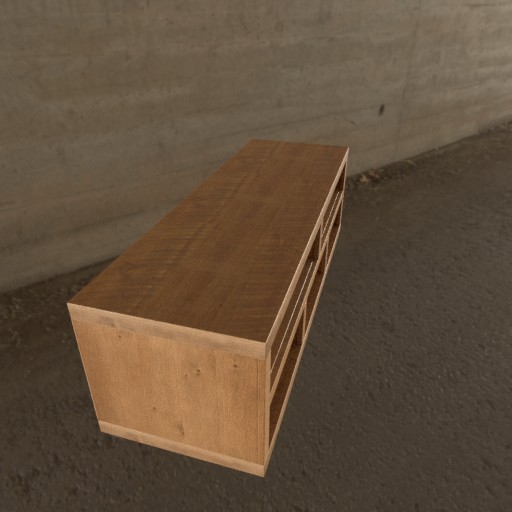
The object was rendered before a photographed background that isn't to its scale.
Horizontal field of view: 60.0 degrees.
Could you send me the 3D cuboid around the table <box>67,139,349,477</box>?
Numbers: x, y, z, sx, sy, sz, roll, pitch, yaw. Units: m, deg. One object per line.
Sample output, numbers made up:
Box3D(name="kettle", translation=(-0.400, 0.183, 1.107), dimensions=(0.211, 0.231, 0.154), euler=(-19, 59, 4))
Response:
Box3D(name="table", translation=(0.000, 0.000, 1.743), dimensions=(0.499, 0.491, 1.499), euler=(9, 31, 15))
